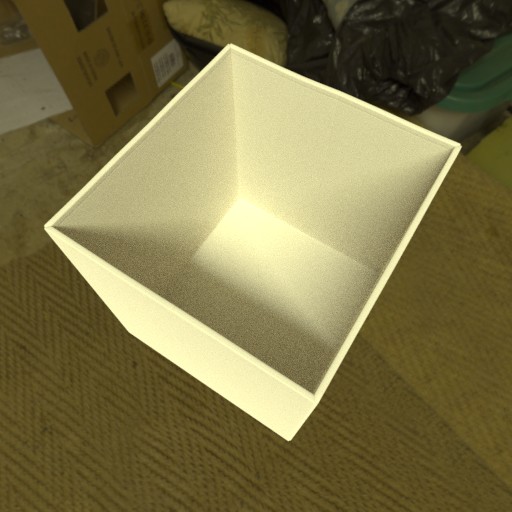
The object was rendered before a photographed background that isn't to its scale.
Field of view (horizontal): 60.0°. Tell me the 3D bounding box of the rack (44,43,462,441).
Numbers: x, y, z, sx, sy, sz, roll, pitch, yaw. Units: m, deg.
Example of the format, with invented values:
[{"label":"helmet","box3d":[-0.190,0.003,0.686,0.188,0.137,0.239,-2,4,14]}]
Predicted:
[{"label":"rack","box3d":[0.000,0.000,0.499,0.270,0.280,0.270,30,66,15]}]
